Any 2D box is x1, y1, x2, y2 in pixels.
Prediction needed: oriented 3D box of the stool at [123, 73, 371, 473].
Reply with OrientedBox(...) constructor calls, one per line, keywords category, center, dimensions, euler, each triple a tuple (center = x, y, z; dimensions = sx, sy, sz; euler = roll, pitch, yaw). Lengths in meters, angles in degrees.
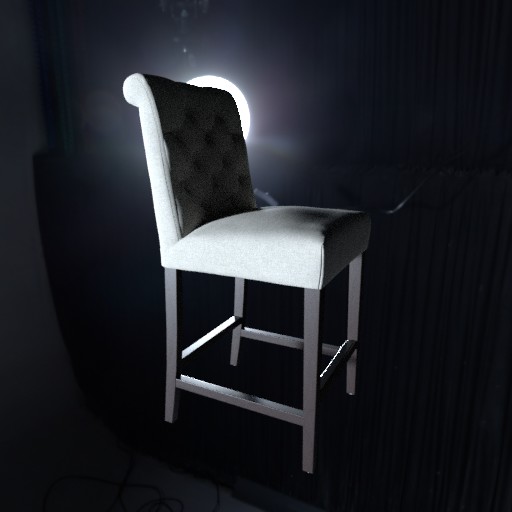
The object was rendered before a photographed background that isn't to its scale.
OrientedBox(category="stool", center=(0.000, 0.000, 1.376), dimensions=(0.601, 1.040, 0.493), euler=(7, 16, 26))
